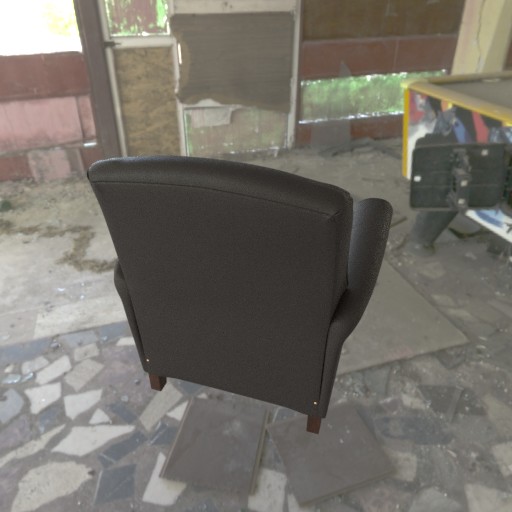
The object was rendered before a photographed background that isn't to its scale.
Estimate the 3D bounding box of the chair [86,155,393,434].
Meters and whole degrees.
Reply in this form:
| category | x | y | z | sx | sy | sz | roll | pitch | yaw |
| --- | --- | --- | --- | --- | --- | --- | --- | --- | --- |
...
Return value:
| category | x | y | z | sx | sy | sz | roll | pitch | yaw |
| --- | --- | --- | --- | --- | --- | --- | --- | --- | --- |
| chair | 0.000 | 0.000 | 1.751 | 0.978 | 1.061 | 0.902 | 10 | 34 | 15 |
